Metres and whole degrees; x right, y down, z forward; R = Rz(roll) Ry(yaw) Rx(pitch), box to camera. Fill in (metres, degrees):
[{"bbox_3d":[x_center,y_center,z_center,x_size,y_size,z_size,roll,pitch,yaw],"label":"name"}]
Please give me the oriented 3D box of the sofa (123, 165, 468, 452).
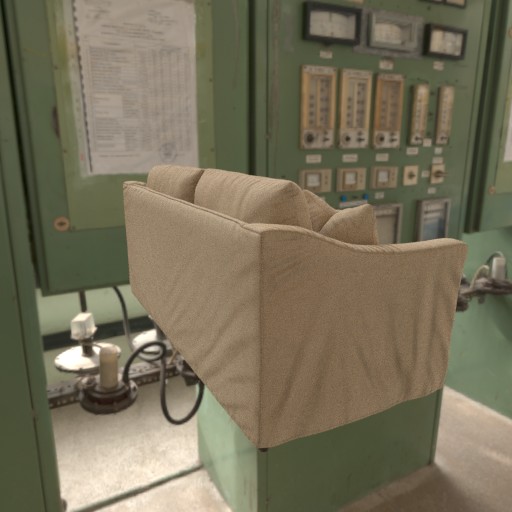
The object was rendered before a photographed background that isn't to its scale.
[{"bbox_3d":[0.000,0.000,2.574,1.072,1.018,2.010,-8,17,-27],"label":"sofa"}]
